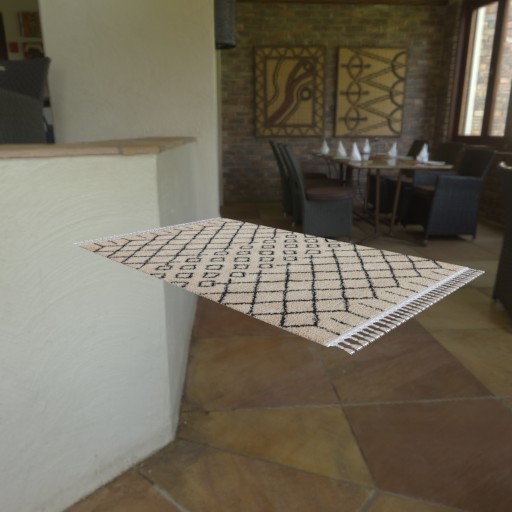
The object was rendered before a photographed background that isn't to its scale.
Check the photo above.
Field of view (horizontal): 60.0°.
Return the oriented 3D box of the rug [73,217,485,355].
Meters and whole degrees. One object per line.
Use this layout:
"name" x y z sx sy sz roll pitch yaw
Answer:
"rug" 0.000 0.000 2.460 2.006 0.008 1.196 15 22 43
